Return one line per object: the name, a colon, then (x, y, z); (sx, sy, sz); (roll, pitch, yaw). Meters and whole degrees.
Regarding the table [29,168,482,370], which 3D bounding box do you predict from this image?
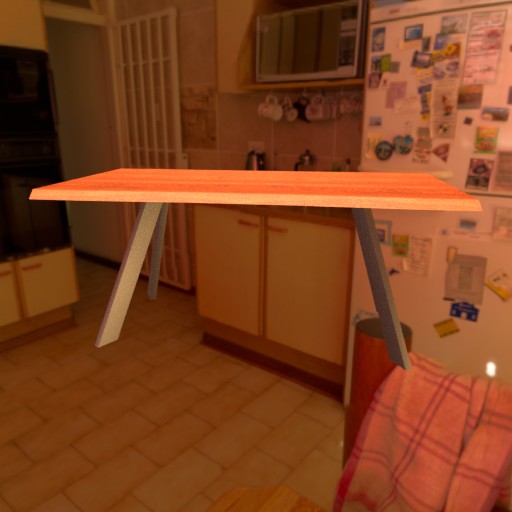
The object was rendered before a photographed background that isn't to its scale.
table: (0.000, 0.000, 2.266); (1.800, 0.770, 0.900); (2, 17, 8)
